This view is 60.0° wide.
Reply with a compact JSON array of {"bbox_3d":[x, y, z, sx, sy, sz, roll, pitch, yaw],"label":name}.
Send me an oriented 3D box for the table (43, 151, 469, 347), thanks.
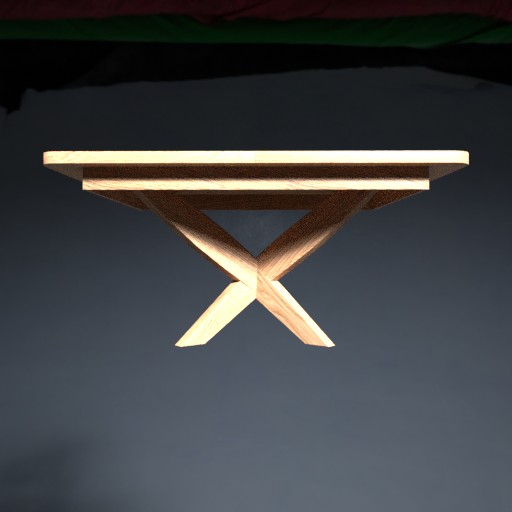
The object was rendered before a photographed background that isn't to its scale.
[{"bbox_3d":[0.000,0.000,2.091,1.600,0.770,0.950,0,0,0],"label":"table"}]
